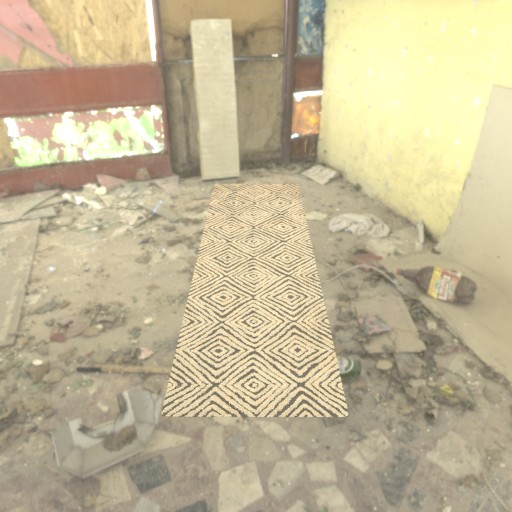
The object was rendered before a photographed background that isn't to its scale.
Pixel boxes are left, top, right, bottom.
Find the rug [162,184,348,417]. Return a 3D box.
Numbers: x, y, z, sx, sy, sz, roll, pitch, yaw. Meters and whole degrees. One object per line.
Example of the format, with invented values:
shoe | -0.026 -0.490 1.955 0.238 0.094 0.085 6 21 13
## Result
rug | 0.000 0.000 2.576 0.676 0.008 2.277 0 30 0
